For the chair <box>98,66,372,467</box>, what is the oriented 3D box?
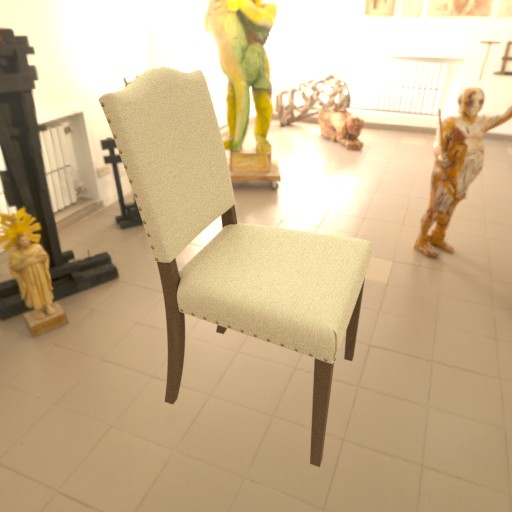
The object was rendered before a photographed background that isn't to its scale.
[{"bbox_3d":[0.000,0.000,1.319,0.619,1.015,0.508,11,32,19],"label":"chair"}]
